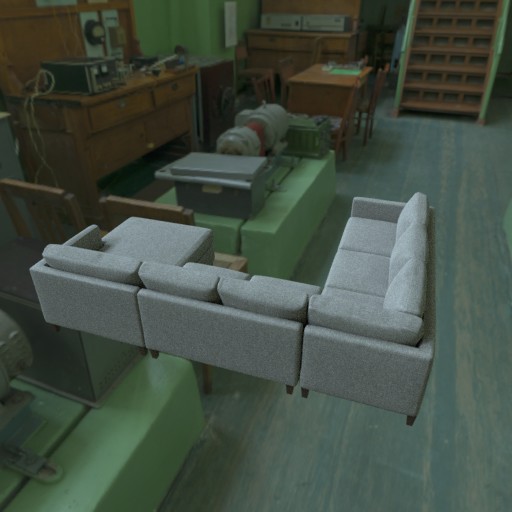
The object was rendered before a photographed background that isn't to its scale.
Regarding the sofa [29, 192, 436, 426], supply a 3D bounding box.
[{"bbox_3d":[0.000,0.000,4.624,3.460,0.959,2.593,10,33,16],"label":"sofa"}]
